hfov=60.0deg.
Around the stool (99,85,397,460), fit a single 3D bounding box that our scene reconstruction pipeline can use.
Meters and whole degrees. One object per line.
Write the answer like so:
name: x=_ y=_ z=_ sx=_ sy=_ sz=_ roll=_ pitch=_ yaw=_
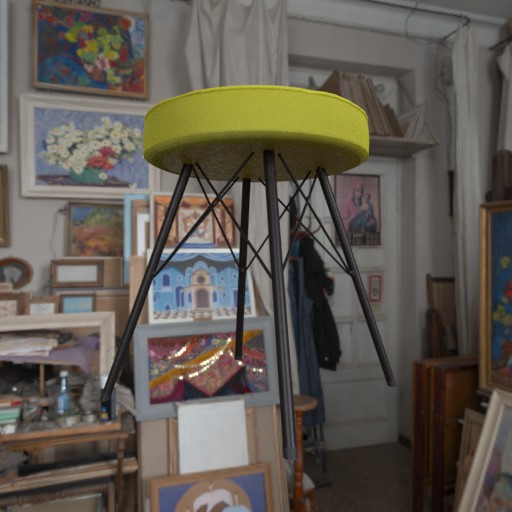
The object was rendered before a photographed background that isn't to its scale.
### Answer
stool: x=0.000 y=0.000 z=0.825 sx=0.409 sy=0.508 sz=0.409 roll=0 pitch=0 yaw=36
